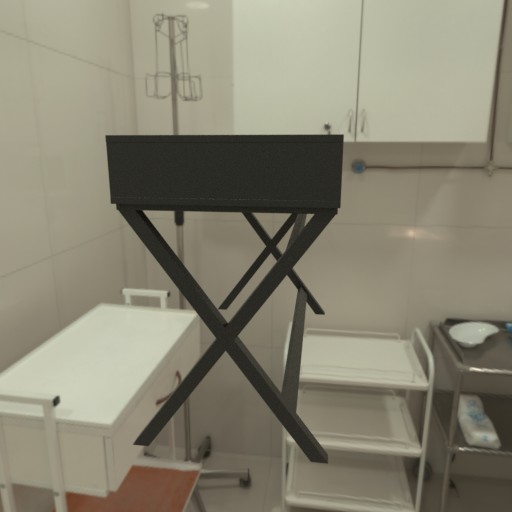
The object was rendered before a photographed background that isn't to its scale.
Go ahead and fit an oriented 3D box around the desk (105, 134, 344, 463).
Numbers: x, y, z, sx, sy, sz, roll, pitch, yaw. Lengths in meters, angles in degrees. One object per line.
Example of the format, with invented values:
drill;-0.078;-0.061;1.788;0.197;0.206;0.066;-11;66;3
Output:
desk;0.000;0.000;1.520;0.504;0.780;1.057;2;14;8
